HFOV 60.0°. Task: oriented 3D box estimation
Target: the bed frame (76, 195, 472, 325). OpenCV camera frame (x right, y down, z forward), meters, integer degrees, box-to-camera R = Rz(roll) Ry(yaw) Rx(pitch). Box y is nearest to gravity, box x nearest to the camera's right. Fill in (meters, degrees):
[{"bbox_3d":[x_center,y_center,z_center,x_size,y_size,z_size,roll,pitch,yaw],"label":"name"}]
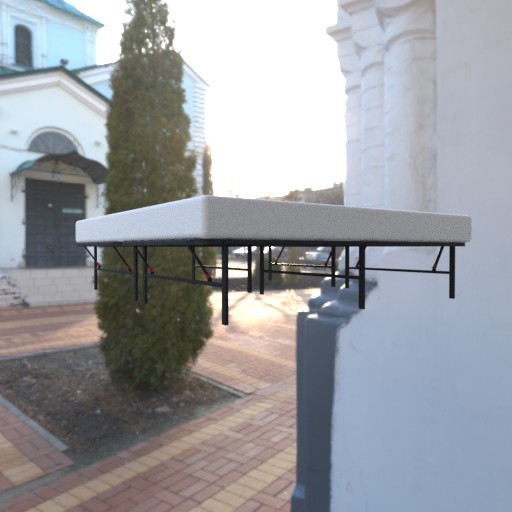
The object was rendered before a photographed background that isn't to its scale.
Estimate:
[{"bbox_3d":[0.000,0.000,3.087,1.935,0.525,2.033,-1,1,-35],"label":"bed frame"}]
